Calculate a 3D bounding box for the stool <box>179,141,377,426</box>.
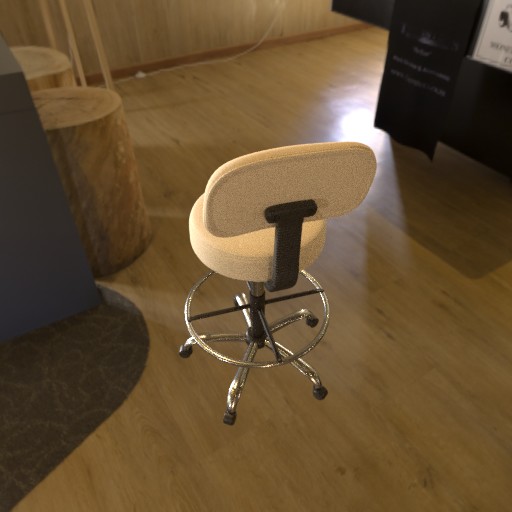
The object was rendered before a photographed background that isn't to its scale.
[{"bbox_3d":[0.000,0.000,1.458,0.609,1.080,0.616,-11,43,-12],"label":"stool"}]
